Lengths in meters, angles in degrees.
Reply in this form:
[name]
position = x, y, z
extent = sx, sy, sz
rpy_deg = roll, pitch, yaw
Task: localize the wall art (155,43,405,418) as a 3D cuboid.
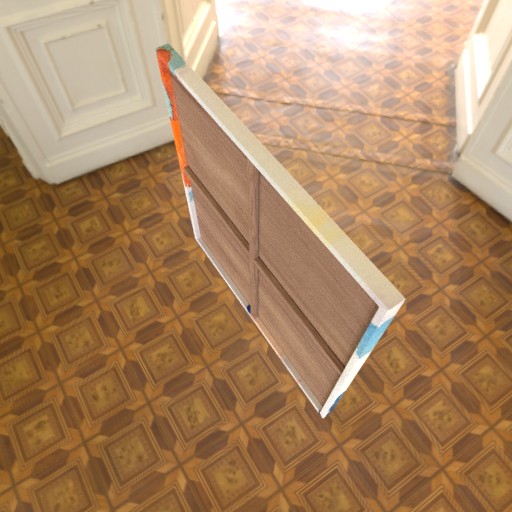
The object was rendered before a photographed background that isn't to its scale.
[wall art]
position = 0.000, 0.000, 1.225
extent = 0.037, 0.814, 0.814
rpy_deg = -29, 63, -17
